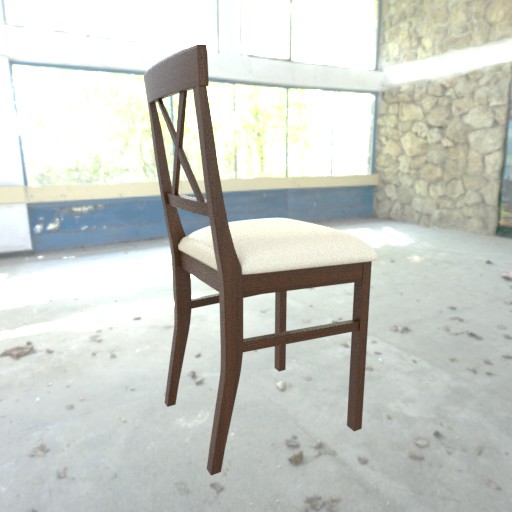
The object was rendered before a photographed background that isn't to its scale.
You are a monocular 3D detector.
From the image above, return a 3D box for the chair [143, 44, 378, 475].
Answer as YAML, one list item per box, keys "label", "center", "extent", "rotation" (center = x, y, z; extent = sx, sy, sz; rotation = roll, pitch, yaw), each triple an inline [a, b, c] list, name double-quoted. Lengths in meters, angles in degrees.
- label: "chair"
  center: [0.000, 0.000, 1.167]
  extent: [0.480, 0.913, 0.440]
  rotation: [-7, 15, -28]
